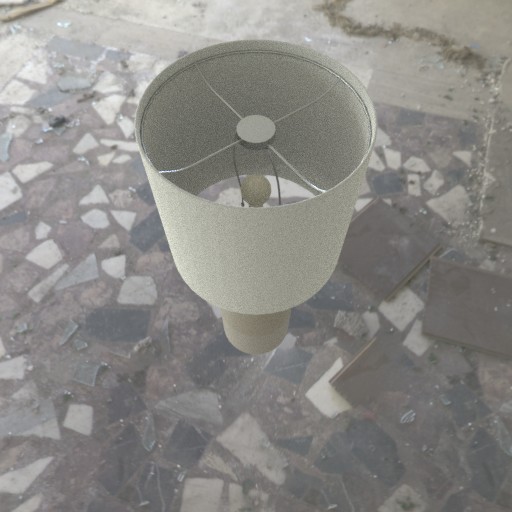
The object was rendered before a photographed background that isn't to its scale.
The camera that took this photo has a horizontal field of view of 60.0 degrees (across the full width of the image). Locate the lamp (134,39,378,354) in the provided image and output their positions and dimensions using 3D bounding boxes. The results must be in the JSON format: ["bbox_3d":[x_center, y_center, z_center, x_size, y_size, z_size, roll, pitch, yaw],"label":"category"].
[{"bbox_3d":[0.000,0.000,0.600,0.212,0.493,0.212,-32,64,-18],"label":"lamp"}]
